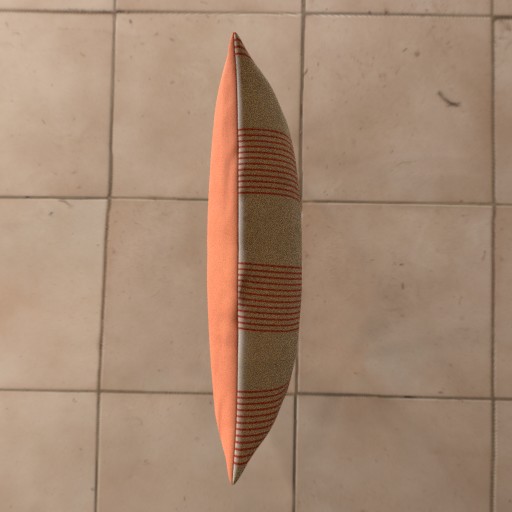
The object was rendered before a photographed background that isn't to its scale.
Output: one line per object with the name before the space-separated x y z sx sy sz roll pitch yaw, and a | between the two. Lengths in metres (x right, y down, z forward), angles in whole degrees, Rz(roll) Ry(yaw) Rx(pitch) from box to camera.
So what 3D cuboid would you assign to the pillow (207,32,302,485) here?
pillow | 0.000 0.000 0.733 0.156 0.292 0.608 0 88 0
